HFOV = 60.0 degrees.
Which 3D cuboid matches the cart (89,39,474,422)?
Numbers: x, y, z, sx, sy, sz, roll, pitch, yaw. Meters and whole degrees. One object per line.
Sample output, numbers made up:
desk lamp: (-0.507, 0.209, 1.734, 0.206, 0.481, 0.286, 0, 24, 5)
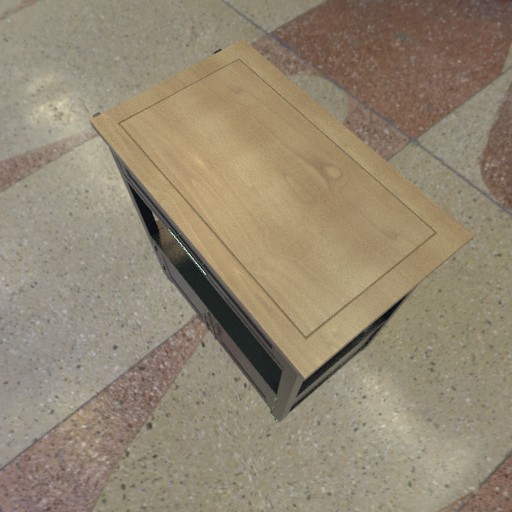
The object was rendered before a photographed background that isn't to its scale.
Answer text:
cart: (0.000, 0.000, 1.381, 0.459, 0.901, 0.840, -35, 68, -17)
